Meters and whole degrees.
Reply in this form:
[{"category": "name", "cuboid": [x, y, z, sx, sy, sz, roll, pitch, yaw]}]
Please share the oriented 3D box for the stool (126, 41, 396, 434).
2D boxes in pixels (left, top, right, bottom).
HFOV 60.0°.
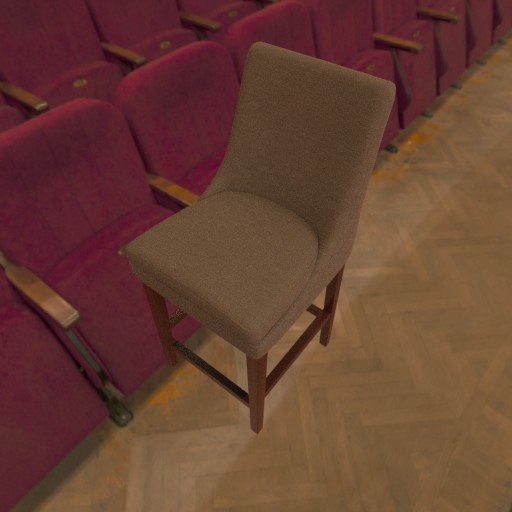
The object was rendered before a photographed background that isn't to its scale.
[{"category": "stool", "cuboid": [0.000, 0.000, 1.306, 0.470, 0.981, 0.577, 30, 53, 25]}]
